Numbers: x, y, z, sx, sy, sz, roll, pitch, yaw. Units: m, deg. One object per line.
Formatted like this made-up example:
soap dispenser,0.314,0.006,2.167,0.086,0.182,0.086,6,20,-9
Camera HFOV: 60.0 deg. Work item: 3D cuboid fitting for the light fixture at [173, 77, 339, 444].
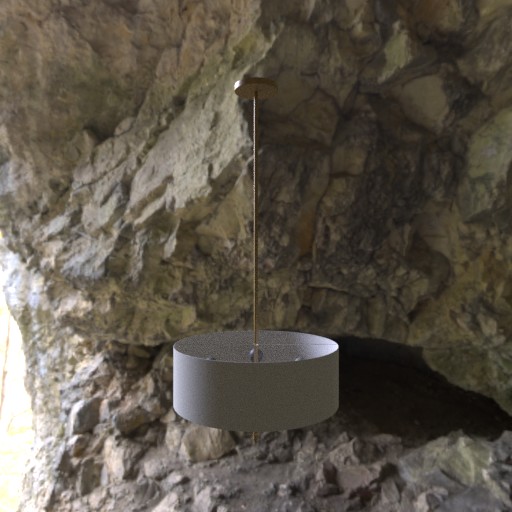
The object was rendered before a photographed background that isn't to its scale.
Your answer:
light fixture,0.000,0.000,1.387,0.508,1.067,0.508,0,0,0
